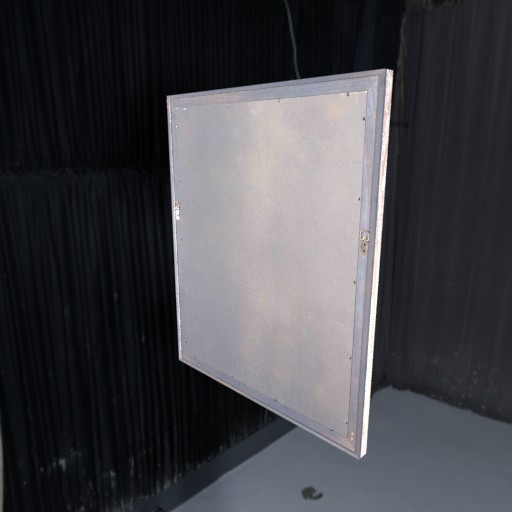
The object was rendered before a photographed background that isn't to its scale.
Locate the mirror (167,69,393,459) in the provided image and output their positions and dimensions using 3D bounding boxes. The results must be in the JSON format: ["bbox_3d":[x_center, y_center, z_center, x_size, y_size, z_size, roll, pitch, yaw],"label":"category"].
[{"bbox_3d":[0.000,0.000,1.223,0.730,0.882,0.032,14,20,43],"label":"mirror"}]
